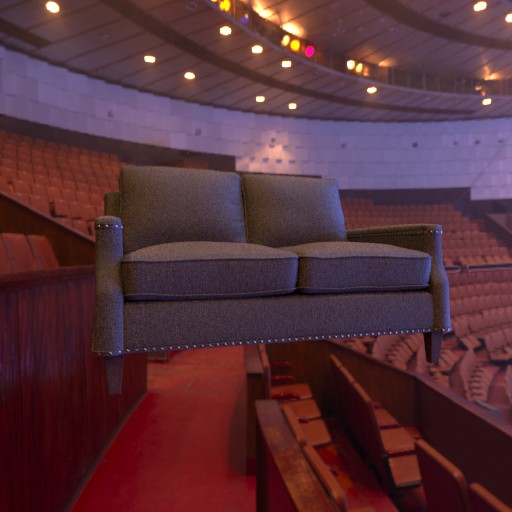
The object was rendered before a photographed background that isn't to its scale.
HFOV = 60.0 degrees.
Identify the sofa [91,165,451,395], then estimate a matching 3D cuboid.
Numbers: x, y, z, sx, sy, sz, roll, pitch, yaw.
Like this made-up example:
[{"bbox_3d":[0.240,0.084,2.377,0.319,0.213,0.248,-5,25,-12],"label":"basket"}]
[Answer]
[{"bbox_3d":[0.000,0.000,2.316,1.597,1.003,1.084,0,1,-19],"label":"sofa"}]
